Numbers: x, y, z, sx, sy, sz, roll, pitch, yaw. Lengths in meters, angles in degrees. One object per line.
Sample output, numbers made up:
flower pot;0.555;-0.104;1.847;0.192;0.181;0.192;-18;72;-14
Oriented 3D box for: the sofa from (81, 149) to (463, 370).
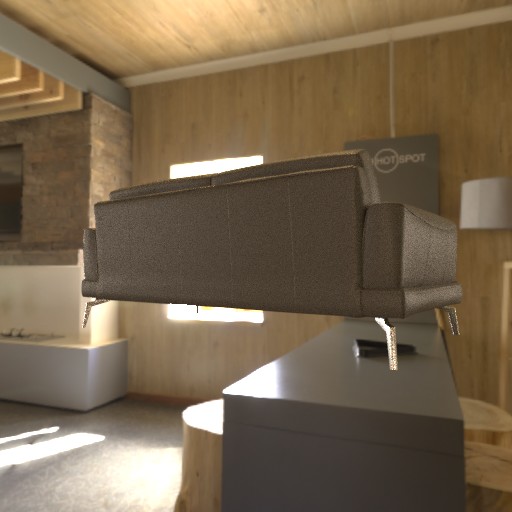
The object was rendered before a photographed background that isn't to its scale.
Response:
sofa;0.000;0.000;2.741;2.177;0.930;1.121;-1;-2;36
